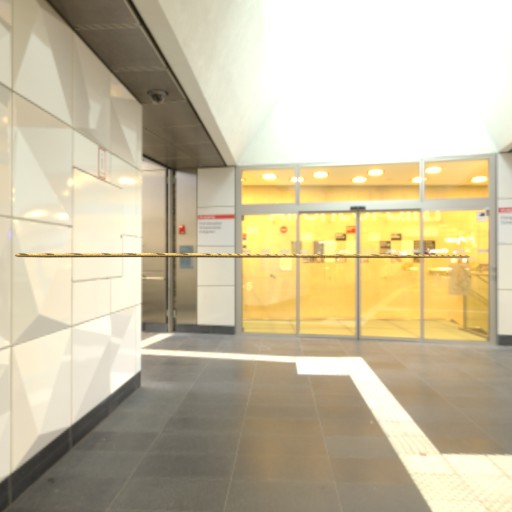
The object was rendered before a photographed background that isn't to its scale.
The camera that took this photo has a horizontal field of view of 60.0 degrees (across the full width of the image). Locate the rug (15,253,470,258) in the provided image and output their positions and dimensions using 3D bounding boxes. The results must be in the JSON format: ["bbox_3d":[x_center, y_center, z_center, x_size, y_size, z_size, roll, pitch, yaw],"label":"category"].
[{"bbox_3d":[0.000,0.000,2.658,2.439,0.020,0.773,0,0,-16],"label":"rug"}]
